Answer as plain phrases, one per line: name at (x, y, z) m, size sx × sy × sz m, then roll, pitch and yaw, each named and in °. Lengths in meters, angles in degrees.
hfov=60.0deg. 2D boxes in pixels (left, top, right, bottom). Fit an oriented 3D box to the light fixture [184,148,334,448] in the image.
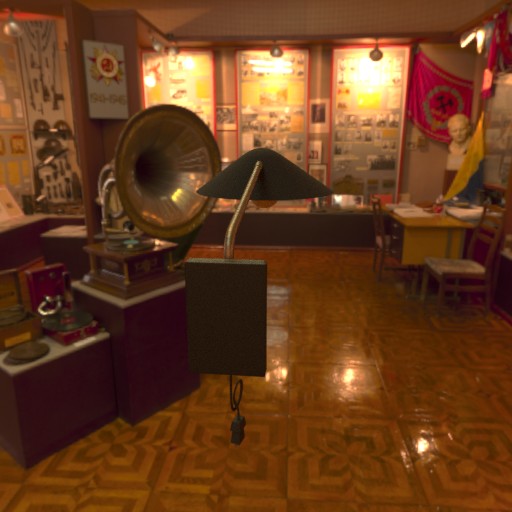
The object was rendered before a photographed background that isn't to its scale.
light fixture at (0.000, 0.000, 0.667) m, size 0.240 × 0.312 × 0.516 m, roll 2°, pitch 15°, yaw 6°
